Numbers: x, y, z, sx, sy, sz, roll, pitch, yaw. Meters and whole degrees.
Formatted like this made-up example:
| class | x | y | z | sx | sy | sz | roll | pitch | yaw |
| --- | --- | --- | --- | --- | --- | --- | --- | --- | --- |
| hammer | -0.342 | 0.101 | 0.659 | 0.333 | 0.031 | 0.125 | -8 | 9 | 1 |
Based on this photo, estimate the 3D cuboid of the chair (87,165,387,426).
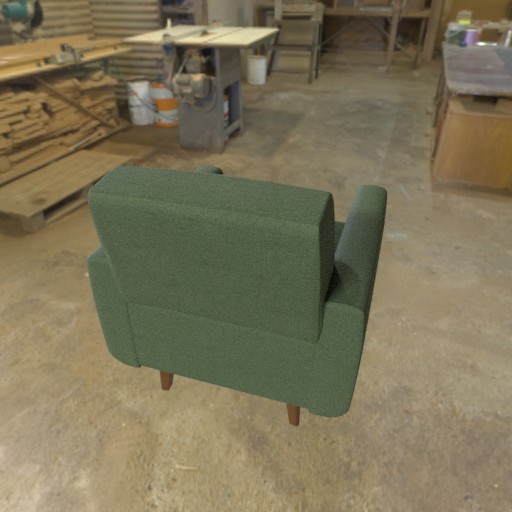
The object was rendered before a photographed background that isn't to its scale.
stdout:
| class | x | y | z | sx | sy | sz | roll | pitch | yaw |
| --- | --- | --- | --- | --- | --- | --- | --- | --- | --- |
| chair | 0.000 | 0.000 | 1.571 | 0.831 | 0.841 | 0.909 | 10 | 33 | 15 |
